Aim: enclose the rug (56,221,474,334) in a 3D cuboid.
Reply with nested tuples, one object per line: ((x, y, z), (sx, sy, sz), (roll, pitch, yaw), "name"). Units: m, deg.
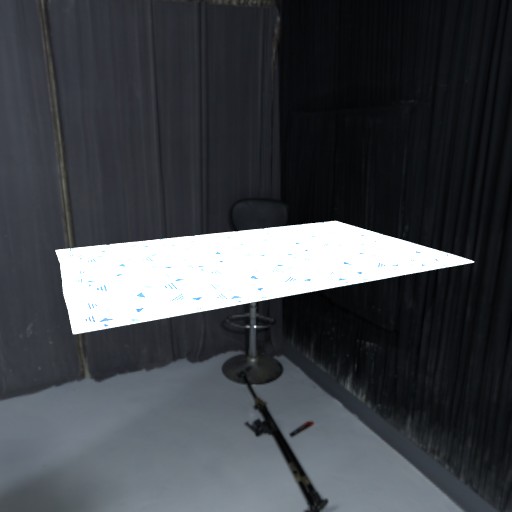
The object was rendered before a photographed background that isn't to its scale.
((0.000, 0.000, 3.033), (2.457, 0.009, 1.512), (-8, 17, -25), "rug")
